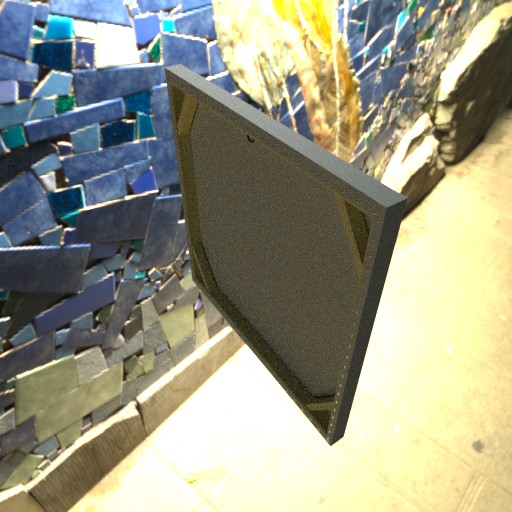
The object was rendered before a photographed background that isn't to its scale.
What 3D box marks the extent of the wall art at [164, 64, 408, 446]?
[{"bbox_3d":[0.000,0.000,0.931,0.038,0.610,0.610,-24,47,-25],"label":"wall art"}]
